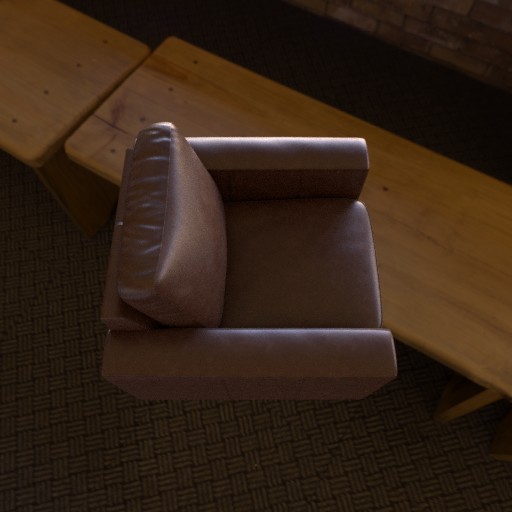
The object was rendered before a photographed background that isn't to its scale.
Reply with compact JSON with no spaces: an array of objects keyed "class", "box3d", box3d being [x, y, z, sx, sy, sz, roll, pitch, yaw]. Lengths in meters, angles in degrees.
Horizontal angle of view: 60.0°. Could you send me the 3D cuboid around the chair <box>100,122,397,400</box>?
[{"class":"chair","box3d":[0.000,0.000,1.770,1.016,0.873,1.005,0,65,0]}]
